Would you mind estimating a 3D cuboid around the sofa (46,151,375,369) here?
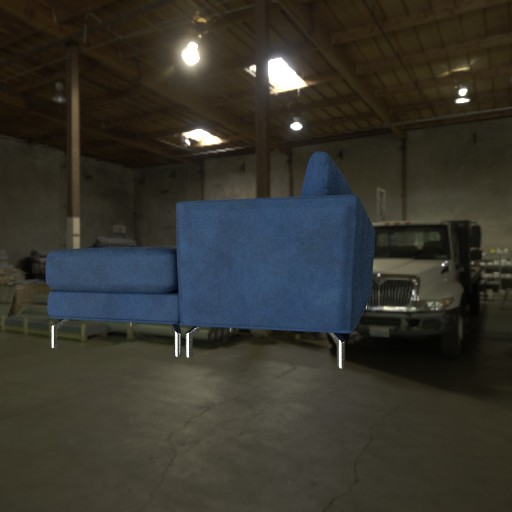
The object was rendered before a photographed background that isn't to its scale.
[{"bbox_3d":[0.000,0.000,3.240,1.622,0.987,2.438,0,0,17],"label":"sofa"}]
